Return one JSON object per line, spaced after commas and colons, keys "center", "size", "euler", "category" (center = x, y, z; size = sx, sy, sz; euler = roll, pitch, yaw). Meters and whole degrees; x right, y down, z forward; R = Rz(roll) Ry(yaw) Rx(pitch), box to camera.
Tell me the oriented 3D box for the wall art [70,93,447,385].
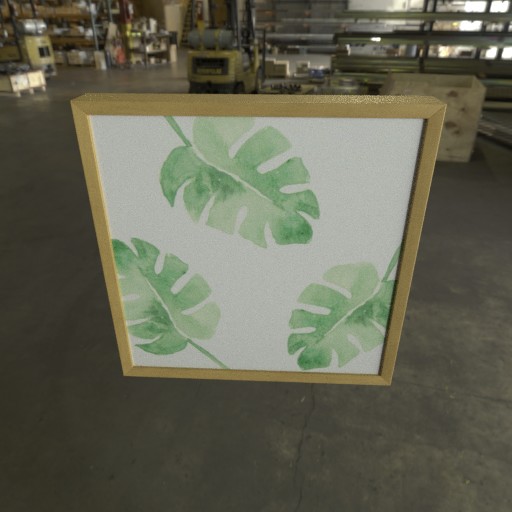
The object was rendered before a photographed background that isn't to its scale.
{"center": [0.000, 0.000, 0.448], "size": [0.305, 0.305, 0.038], "euler": [1, 29, 2], "category": "wall art"}
